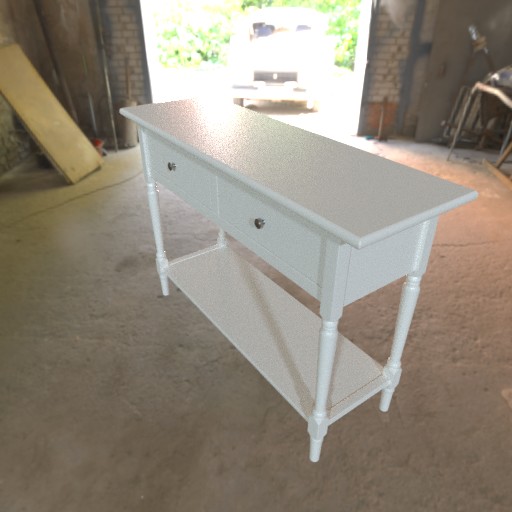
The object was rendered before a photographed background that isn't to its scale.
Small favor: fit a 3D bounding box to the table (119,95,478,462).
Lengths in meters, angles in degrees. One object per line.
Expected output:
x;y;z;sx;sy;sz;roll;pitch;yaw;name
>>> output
0.000;0.000;1.527;0.386;0.814;1.191;-21;38;-30;table
